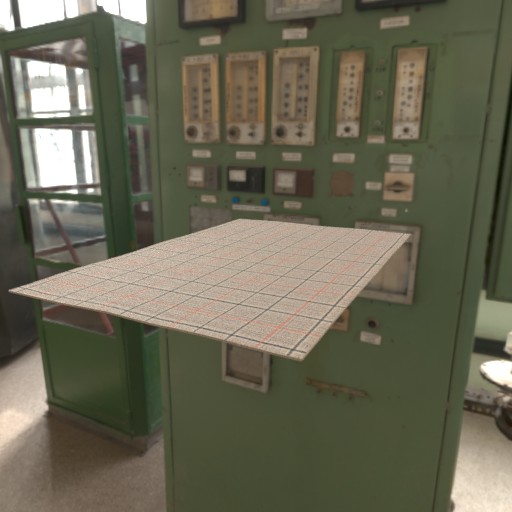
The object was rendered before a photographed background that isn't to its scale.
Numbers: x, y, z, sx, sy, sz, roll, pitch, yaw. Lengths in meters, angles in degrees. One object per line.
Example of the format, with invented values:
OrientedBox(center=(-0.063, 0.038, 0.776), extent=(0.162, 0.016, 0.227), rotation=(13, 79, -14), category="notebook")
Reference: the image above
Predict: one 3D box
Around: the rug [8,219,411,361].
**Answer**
OrientedBox(center=(0.000, 0.000, 2.234), extent=(1.220, 0.013, 1.829), rotation=(7, 16, 26), category="rug")
